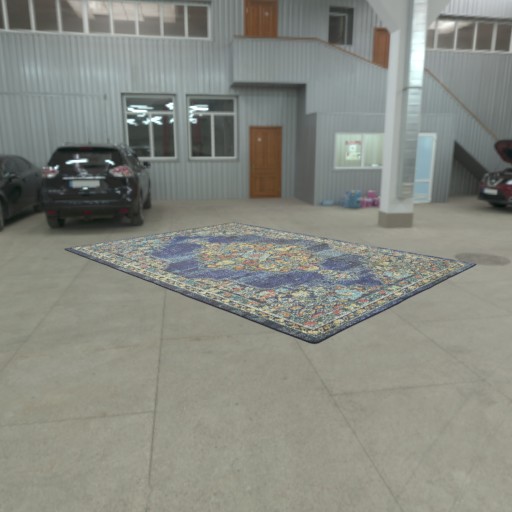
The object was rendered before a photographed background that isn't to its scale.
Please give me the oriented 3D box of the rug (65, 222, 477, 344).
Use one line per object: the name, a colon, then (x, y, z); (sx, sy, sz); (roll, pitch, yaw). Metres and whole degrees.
rug: (0.000, 0.000, 2.928); (2.232, 0.009, 1.630); (13, 19, 43)
